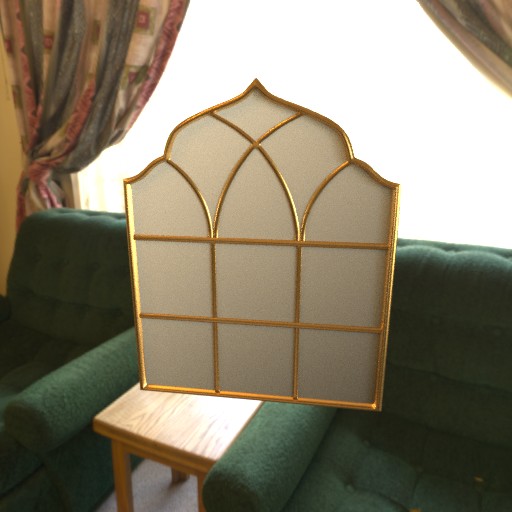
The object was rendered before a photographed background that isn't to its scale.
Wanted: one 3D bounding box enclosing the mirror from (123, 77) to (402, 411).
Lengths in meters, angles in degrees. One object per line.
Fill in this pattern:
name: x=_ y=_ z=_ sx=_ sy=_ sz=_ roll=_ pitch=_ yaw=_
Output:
mirror: x=0.000 y=0.000 z=0.844 sx=0.513 sy=0.635 sz=0.018 roll=2 pitch=17 yaw=8
